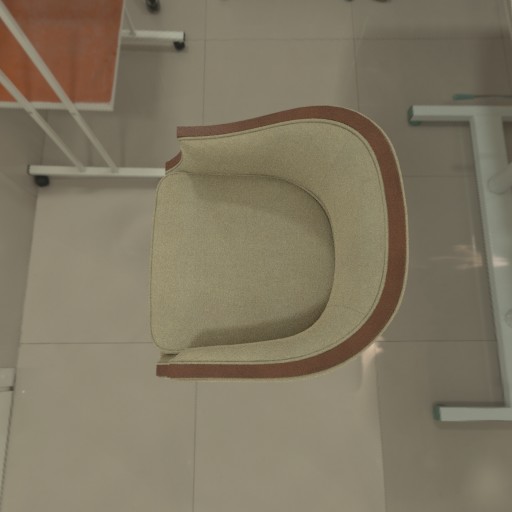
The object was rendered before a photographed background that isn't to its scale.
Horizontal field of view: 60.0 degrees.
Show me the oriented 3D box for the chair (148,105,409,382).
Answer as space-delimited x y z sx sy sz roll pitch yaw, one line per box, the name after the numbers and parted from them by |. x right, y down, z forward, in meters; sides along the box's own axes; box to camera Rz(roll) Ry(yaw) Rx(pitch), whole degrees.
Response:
0.000 0.000 1.480 0.735 0.876 0.803 0 76 0 | chair
